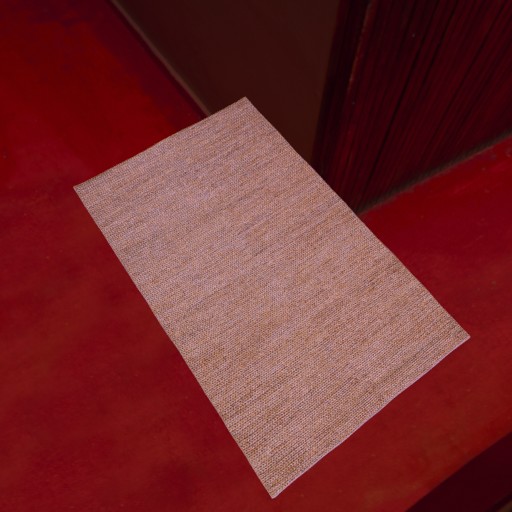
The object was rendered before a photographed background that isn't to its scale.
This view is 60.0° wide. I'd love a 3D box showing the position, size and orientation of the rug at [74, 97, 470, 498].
[{"bbox_3d":[0.000,0.000,2.976,1.521,0.034,2.438,-33,69,-15],"label":"rug"}]
